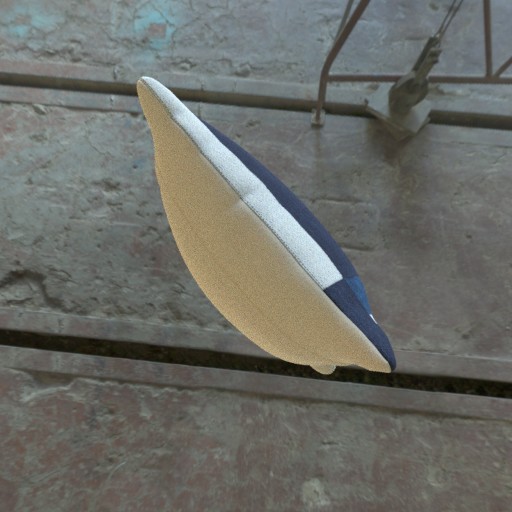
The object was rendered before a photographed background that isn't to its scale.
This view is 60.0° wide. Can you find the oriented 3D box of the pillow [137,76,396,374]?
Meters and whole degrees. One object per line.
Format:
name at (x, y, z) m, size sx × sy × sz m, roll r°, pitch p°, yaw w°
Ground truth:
pillow at (0.000, 0.000, 0.804) m, size 0.229 × 0.506 × 0.536 m, roll -39°, pitch 79°, yaw -9°
